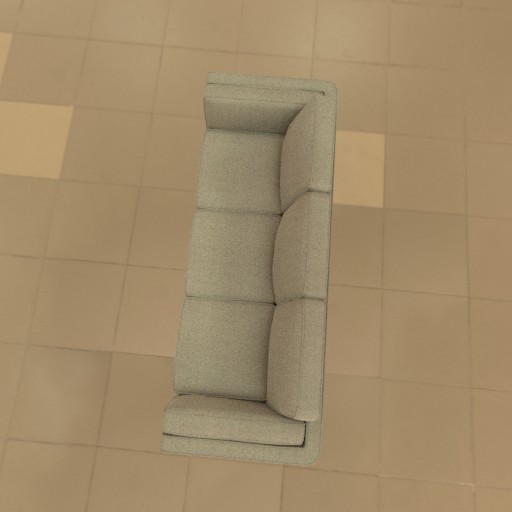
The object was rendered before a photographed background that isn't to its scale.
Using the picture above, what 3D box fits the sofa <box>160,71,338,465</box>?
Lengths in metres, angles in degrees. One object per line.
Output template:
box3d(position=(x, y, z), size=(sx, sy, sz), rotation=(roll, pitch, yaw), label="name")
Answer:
box3d(position=(0.000, 0.000, 2.860), size=(0.903, 0.899, 2.362), rotation=(5, 76, 1), label="sofa")
